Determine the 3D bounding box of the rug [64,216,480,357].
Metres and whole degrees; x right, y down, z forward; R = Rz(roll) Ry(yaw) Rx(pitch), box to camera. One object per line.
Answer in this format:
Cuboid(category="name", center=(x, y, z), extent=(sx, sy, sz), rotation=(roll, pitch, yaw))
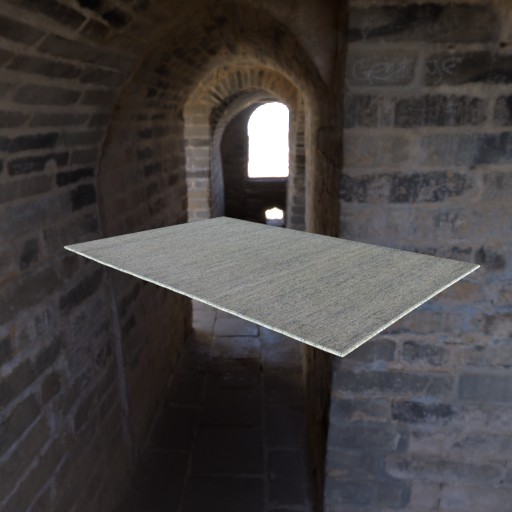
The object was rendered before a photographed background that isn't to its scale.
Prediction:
Cuboid(category="rug", center=(0.000, 0.000, 2.863), extent=(2.263, 0.017, 1.523), rotation=(14, 21, 41))
